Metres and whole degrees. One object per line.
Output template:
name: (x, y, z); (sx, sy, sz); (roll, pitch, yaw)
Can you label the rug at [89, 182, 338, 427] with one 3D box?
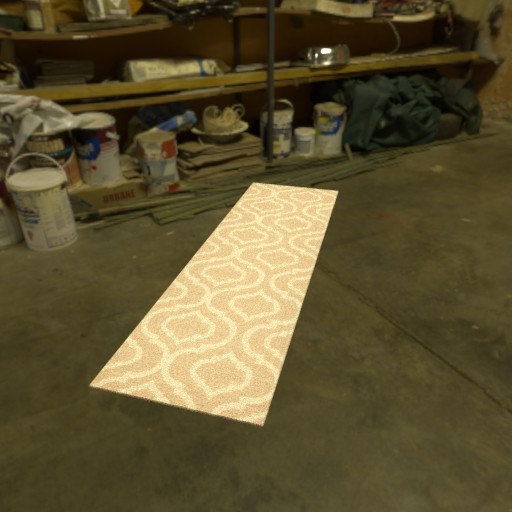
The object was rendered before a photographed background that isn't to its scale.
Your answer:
rug: (0.000, 0.000, 2.572); (0.691, 0.013, 2.289); (8, 31, 14)
